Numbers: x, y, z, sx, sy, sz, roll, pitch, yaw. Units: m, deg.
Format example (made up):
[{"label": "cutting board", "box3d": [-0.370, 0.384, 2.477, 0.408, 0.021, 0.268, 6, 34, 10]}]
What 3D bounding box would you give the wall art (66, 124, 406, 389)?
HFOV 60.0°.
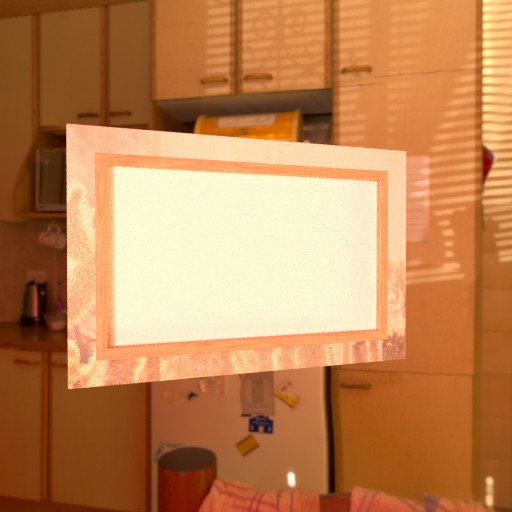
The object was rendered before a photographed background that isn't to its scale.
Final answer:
[{"label": "wall art", "box3d": [0.000, 0.000, 1.943, 1.525, 1.012, 0.038, 0, 1, -18]}]
